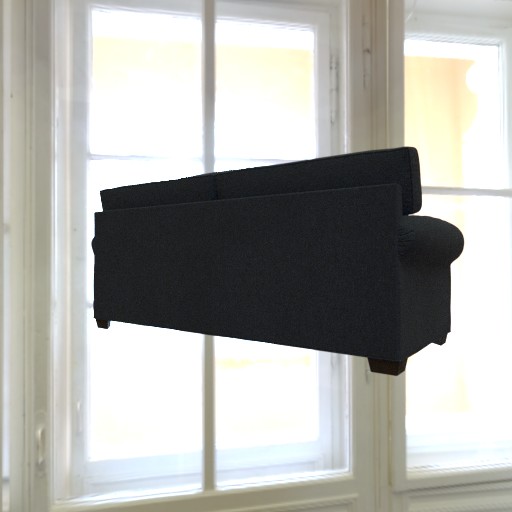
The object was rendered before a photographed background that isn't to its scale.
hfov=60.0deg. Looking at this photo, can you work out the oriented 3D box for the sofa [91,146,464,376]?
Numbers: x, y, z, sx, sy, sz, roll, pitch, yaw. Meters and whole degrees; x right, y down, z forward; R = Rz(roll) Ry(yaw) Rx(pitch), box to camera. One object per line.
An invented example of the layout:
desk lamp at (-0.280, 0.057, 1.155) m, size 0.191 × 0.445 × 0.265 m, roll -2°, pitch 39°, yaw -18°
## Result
sofa at (0.000, 0.000, 2.888) m, size 2.391 × 1.026 × 0.954 m, roll 0°, pitch 0°, yaw 36°
